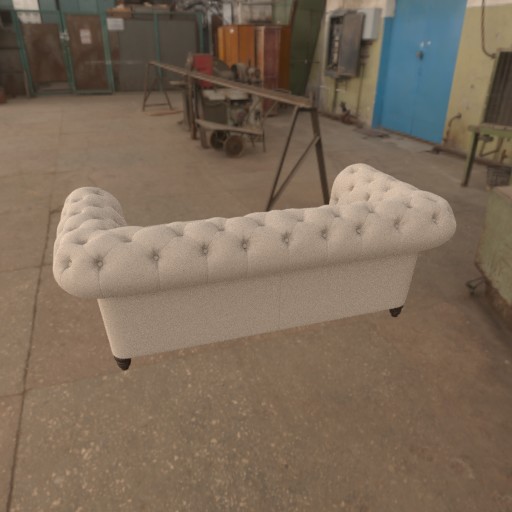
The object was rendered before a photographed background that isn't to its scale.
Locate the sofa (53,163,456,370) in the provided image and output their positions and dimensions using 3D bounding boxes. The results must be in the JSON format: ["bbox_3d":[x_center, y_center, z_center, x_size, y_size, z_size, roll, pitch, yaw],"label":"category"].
[{"bbox_3d":[0.000,0.000,2.491,1.998,0.764,0.986,-8,27,-16],"label":"sofa"}]
